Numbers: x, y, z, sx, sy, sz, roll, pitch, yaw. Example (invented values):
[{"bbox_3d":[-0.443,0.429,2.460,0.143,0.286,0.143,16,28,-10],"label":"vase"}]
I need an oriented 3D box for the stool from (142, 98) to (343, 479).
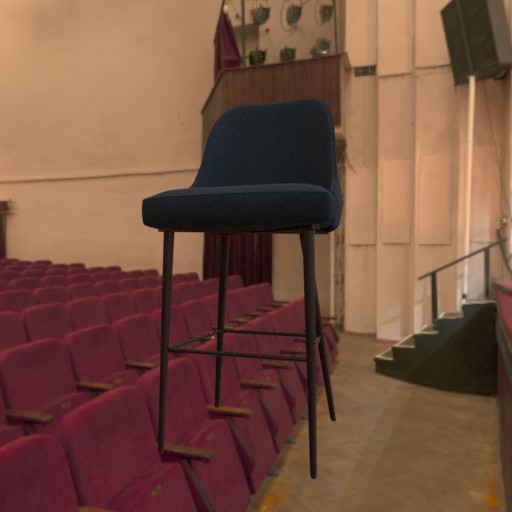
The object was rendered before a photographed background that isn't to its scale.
[{"bbox_3d":[0.000,0.000,1.344,0.527,1.079,0.489,0,1,18],"label":"stool"}]
